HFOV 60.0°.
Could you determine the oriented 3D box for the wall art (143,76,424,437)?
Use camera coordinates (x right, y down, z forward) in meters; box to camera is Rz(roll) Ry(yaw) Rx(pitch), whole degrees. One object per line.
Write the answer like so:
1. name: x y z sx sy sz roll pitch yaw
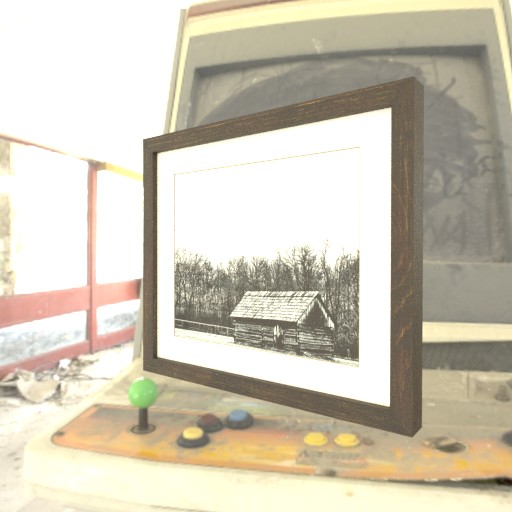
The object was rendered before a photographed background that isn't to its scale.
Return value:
1. wall art: 0.000 0.000 0.531 0.381 0.330 0.031 1 1 37
